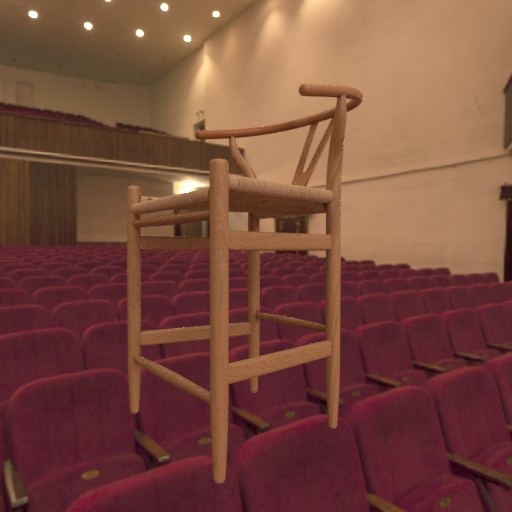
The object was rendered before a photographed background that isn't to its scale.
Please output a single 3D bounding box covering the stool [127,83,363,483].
[{"bbox_3d":[0.000,0.000,1.265,0.575,0.923,0.536,-1,1,-36],"label":"stool"}]
